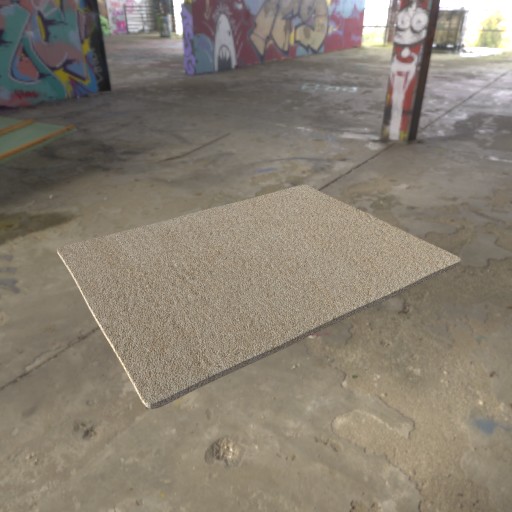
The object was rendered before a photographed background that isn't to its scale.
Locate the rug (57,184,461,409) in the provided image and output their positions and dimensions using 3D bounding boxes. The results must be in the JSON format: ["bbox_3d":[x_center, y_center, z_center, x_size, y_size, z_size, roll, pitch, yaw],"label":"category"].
[{"bbox_3d":[0.000,0.000,2.171,1.600,0.027,1.200,-19,35,-29],"label":"rug"}]
